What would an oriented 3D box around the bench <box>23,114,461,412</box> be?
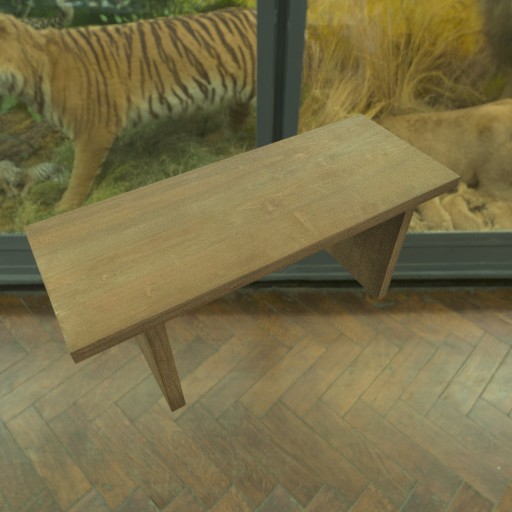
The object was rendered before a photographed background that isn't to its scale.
[{"bbox_3d":[0.000,0.000,1.432,1.183,0.458,0.458,-24,50,-21],"label":"bench"}]
